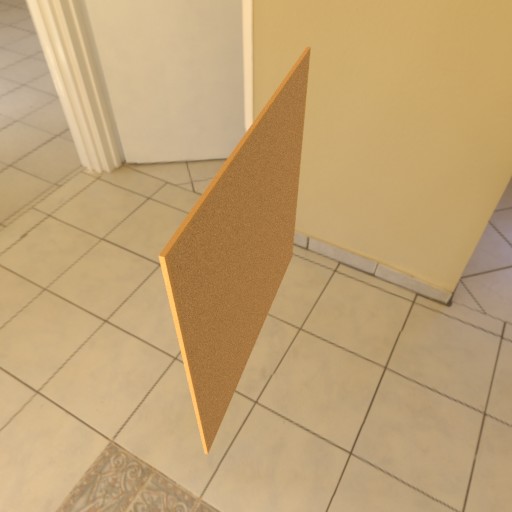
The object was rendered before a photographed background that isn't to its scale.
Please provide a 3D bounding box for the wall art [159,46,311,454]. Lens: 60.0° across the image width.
[{"bbox_3d":[0.000,0.000,1.434,0.013,0.959,0.962,15,49,14],"label":"wall art"}]
